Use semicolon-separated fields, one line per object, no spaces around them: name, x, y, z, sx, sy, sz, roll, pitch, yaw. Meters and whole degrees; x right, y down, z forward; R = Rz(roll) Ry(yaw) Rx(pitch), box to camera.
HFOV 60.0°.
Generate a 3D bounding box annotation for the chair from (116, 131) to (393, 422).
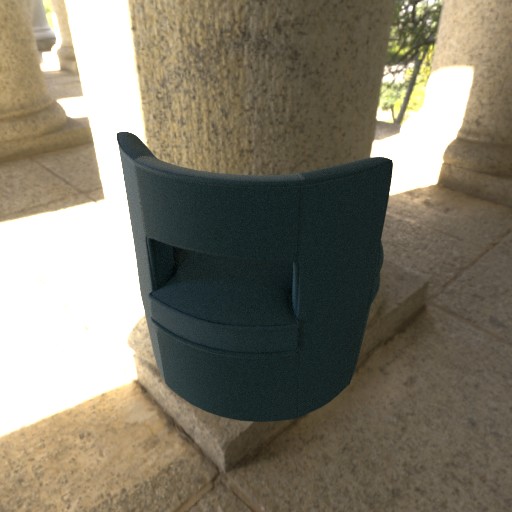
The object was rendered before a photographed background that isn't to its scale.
chair;0.000;0.000;1.242;0.684;0.711;0.660;9;33;14
